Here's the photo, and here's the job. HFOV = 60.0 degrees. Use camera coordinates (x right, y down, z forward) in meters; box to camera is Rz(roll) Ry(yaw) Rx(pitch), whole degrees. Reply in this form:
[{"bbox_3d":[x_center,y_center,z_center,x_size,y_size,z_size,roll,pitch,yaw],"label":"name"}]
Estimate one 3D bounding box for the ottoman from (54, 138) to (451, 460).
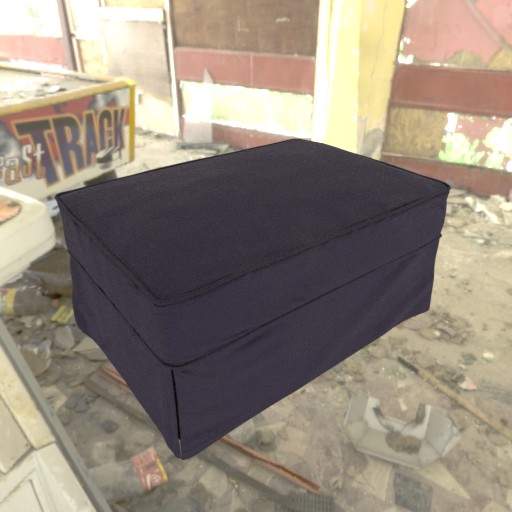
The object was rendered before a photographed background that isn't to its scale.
[{"bbox_3d":[0.000,0.000,1.288,0.938,0.503,0.637,-21,37,-32],"label":"ottoman"}]
